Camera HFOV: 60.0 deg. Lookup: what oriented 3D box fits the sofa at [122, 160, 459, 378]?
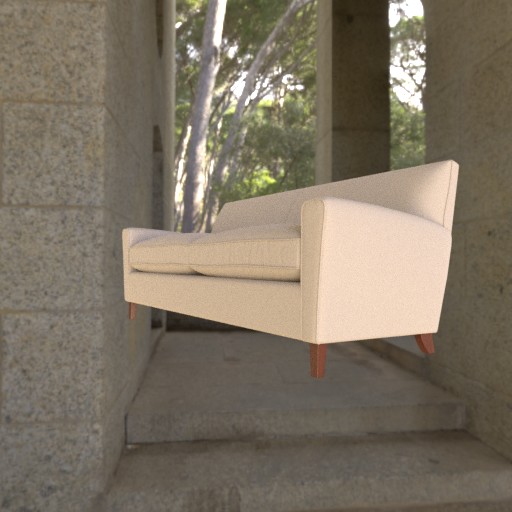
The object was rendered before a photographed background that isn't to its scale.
[{"bbox_3d":[0.000,0.000,2.495,0.875,0.846,2.000,0,0,-36],"label":"sofa"}]
